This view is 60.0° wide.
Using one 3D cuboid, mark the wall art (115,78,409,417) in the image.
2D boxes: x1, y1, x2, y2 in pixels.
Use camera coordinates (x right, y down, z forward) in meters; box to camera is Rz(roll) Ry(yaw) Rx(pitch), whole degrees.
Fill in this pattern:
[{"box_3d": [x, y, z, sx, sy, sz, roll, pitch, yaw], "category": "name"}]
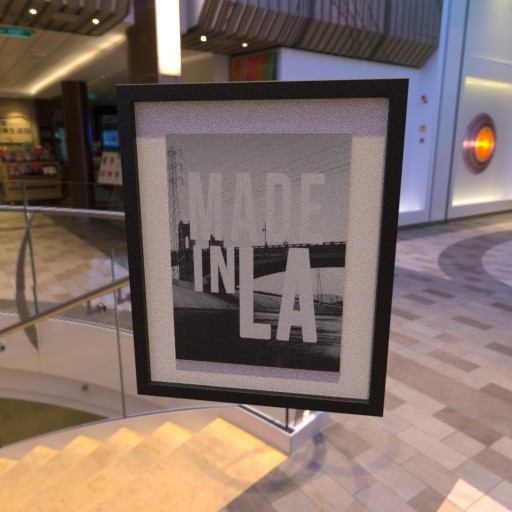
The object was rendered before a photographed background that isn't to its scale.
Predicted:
[{"box_3d": [0.000, 0.000, 0.760, 0.457, 0.559, 0.028, 2, 14, 9], "category": "wall art"}]
